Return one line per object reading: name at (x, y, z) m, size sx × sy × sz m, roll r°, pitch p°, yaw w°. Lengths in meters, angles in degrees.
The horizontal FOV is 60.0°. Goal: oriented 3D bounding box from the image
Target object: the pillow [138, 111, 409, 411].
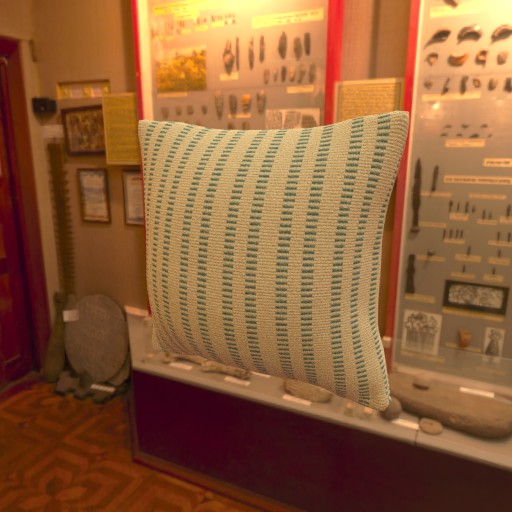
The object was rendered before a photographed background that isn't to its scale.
pillow at (0.000, 0.000, 0.692) m, size 0.438 × 0.419 × 0.247 m, roll 7°, pitch 16°, yaw 26°
